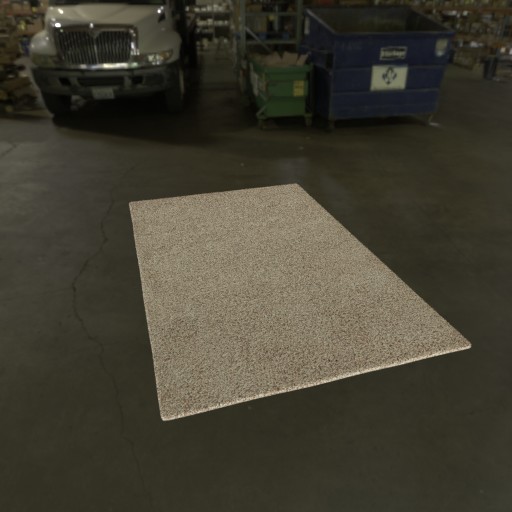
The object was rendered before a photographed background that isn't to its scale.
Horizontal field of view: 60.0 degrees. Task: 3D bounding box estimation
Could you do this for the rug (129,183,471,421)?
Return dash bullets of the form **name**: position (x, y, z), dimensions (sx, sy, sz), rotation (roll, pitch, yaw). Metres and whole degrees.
- **rug**: position (0.000, 0.000, 3.466), dimensions (1.778, 0.030, 2.743), rotation (-9, 31, -15)
